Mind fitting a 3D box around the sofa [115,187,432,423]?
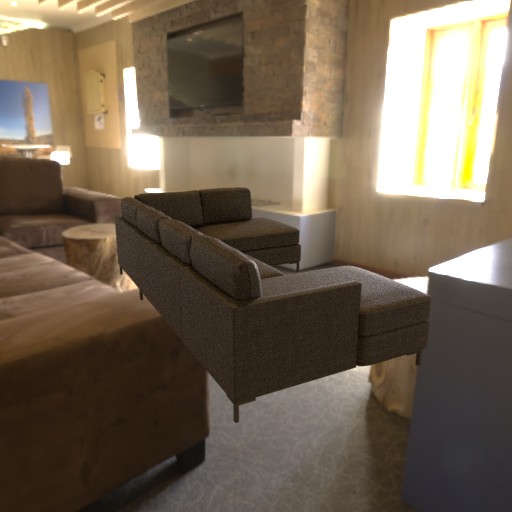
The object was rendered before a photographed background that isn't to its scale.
[{"bbox_3d":[0.000,0.000,4.356,2.048,0.999,3.423,-8,17,-27],"label":"sofa"}]
